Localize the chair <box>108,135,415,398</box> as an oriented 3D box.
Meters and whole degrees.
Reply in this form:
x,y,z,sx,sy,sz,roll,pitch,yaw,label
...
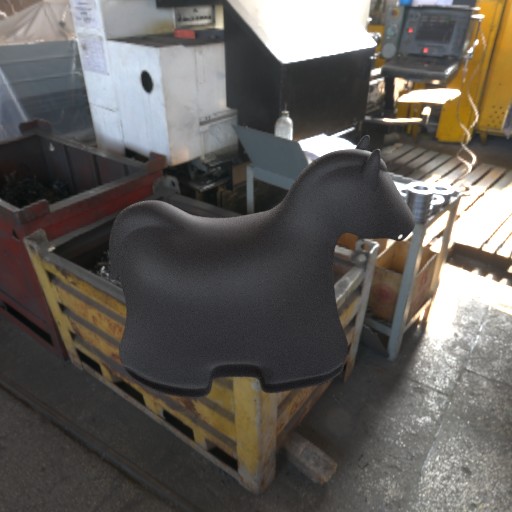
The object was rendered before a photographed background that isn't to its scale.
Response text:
x,y,z,sx,sy,sz,roll,pitch,yaw,label
0.000,0.000,1.176,0.800,0.612,0.429,-1,32,-1,chair
